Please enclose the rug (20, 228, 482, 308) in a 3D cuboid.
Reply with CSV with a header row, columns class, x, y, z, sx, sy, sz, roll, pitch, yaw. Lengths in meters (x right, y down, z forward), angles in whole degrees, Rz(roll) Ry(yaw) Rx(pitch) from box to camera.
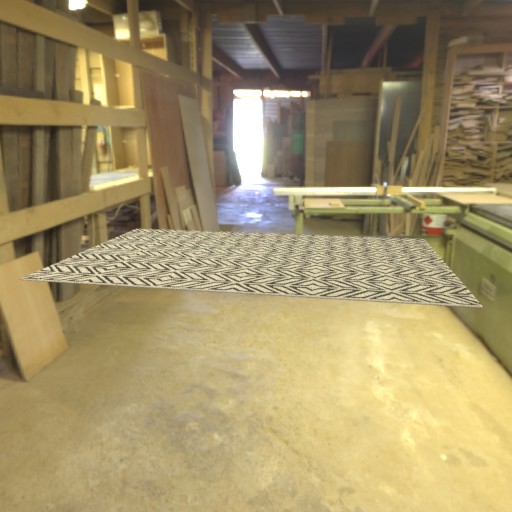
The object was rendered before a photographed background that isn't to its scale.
class,x,y,z,sx,sy,sz,roll,pitch,yaw
rug,0.000,0.000,3.005,2.438,0.008,1.523,3,15,10
